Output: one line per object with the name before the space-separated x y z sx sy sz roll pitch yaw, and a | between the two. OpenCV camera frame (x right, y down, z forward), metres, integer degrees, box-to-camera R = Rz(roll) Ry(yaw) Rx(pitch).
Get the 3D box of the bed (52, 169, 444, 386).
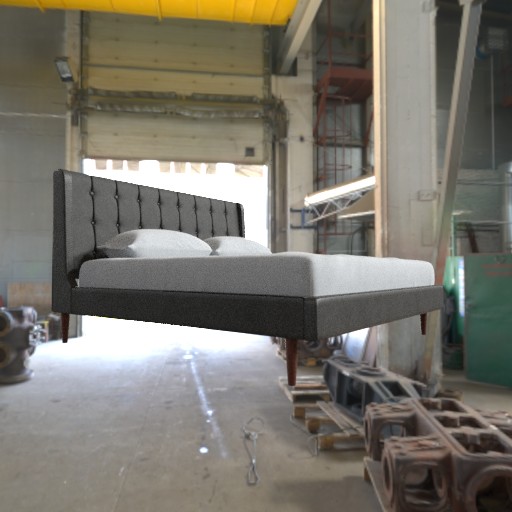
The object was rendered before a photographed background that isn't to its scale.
bed | 0.000 0.000 3.123 2.031 1.158 1.903 -1 -2 37
